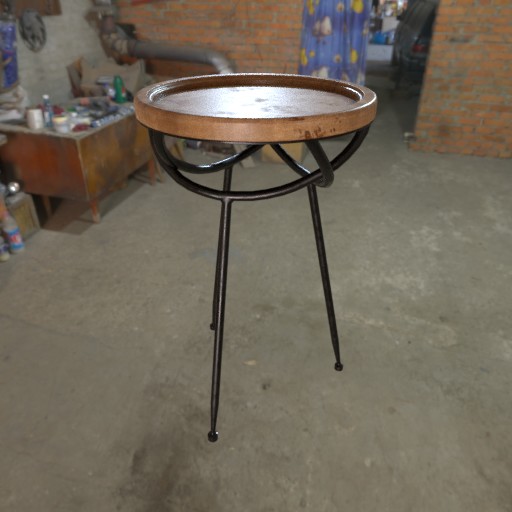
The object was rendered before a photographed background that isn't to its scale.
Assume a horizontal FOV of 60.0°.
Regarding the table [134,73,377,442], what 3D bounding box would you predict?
[{"bbox_3d":[0.000,0.000,0.933,0.414,0.664,0.418,-11,32,-18],"label":"table"}]
